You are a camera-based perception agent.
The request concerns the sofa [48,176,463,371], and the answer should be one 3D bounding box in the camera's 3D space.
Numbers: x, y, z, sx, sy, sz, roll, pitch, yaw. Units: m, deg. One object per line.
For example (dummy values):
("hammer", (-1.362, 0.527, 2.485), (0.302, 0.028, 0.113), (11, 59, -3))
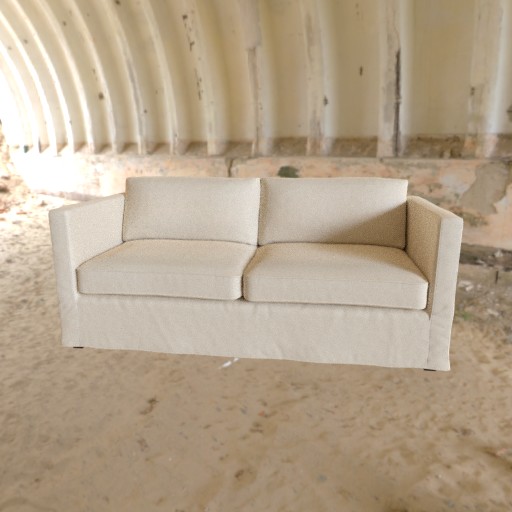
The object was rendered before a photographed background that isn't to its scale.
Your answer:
("sofa", (0.000, 0.000, 2.552), (1.987, 0.870, 0.940), (2, 14, 8))
